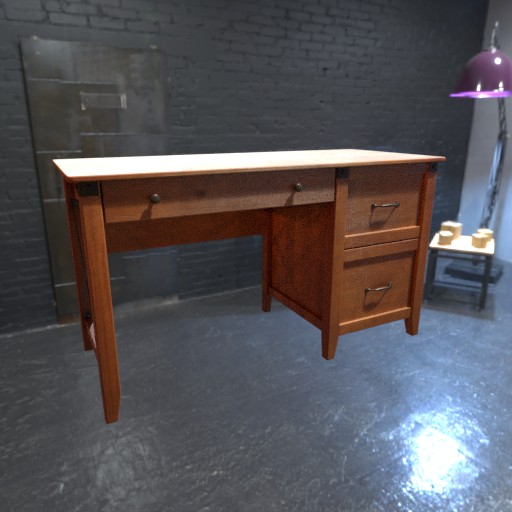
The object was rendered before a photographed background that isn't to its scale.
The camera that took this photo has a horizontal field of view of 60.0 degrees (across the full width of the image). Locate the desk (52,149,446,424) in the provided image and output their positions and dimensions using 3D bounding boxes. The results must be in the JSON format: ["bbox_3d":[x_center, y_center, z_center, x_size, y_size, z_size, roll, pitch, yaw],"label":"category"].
[{"bbox_3d":[0.000,0.000,1.751,1.353,0.756,0.574,-9,19,-26],"label":"desk"}]
